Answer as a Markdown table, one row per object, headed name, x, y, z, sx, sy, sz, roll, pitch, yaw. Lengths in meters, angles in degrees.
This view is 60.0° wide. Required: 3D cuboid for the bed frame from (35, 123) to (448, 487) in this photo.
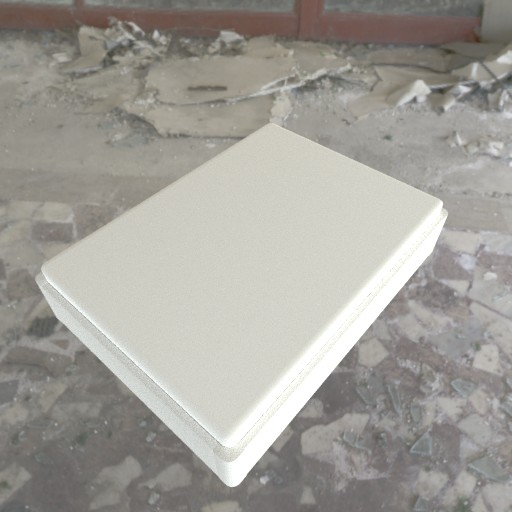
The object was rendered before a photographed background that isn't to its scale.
| name | x | y | z | sx | sy | sz | roll | pitch | yaw |
| --- | --- | --- | --- | --- | --- | --- | --- | --- | --- |
| bed frame | 0.000 | 0.000 | 2.532 | 1.400 | 0.406 | 1.900 | 33 | 55 | 26 |
